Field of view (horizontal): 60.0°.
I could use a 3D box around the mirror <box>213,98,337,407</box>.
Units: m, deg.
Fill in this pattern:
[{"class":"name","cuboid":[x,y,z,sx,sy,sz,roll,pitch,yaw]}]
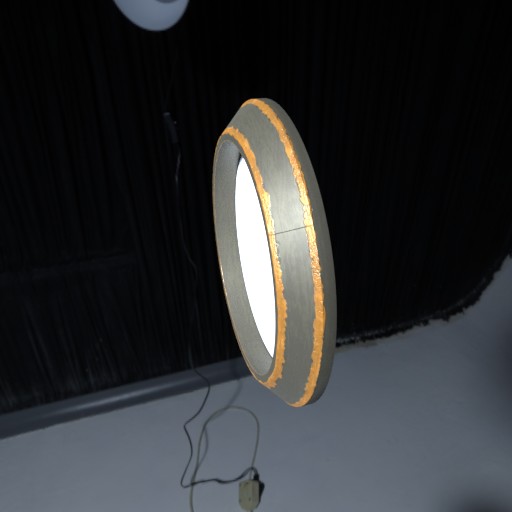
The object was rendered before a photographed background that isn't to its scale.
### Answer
[{"class":"mirror","cuboid":[0.000,0.000,1.359,0.111,0.907,0.907,-9,33,-14]}]
